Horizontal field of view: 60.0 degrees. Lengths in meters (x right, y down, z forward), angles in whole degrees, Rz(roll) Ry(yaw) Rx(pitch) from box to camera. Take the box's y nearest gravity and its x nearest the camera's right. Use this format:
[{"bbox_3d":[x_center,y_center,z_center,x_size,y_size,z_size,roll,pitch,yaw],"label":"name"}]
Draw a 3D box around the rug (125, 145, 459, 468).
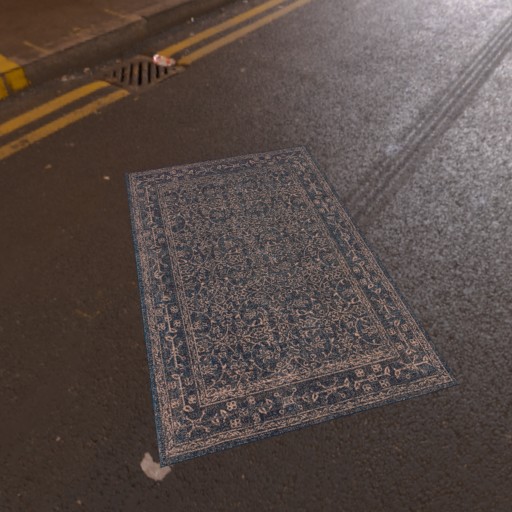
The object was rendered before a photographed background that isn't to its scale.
[{"bbox_3d":[0.000,0.000,2.276,1.200,0.005,1.819,-11,47,-11],"label":"rug"}]
